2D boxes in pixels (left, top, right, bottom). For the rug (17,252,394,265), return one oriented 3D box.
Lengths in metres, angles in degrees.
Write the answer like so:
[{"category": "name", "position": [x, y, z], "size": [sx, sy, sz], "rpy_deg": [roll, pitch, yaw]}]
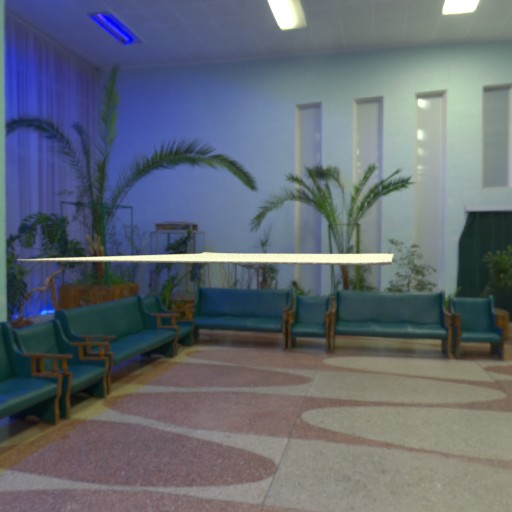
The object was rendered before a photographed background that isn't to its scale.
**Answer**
[{"category": "rug", "position": [0.000, 0.000, 3.843], "size": [2.277, 0.035, 2.897], "rpy_deg": [0, 1, 18]}]
